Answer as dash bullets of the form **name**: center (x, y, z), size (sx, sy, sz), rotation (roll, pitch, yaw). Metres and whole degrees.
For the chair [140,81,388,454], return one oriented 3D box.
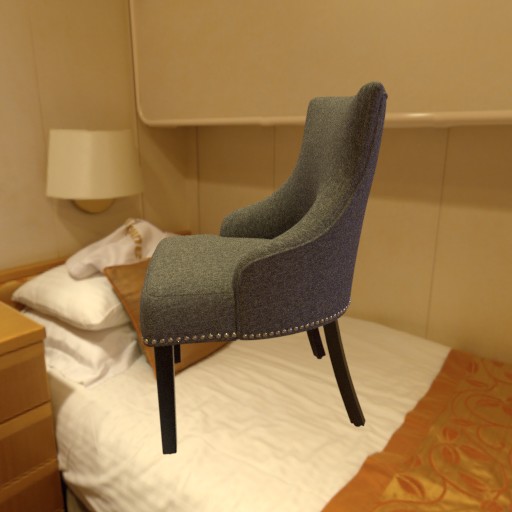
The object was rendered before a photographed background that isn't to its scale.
- **chair**: center (0.000, 0.000, 1.287), size (0.629, 0.909, 0.566), rotation (-2, 16, -8)
